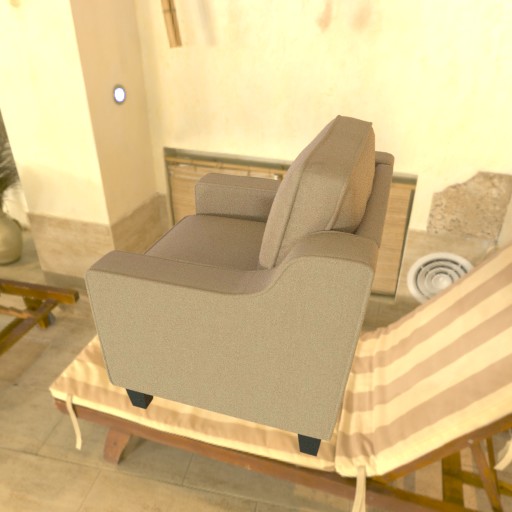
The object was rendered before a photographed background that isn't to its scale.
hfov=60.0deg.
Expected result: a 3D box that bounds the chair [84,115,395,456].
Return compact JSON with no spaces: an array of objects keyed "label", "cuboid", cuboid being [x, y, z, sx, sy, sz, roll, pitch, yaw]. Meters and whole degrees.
[{"label":"chair","cuboid":[0.000,0.000,1.659,0.882,0.948,0.922,9,31,15]}]
